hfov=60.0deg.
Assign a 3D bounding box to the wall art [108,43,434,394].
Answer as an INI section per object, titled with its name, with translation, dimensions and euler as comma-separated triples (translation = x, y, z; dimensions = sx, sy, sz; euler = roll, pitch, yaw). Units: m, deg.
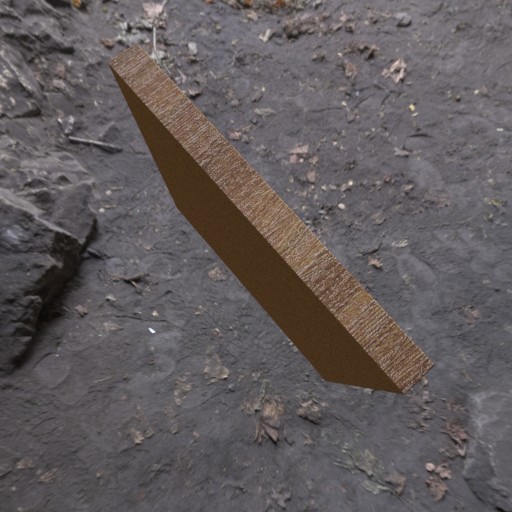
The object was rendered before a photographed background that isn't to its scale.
[wall art]
translation = 0.000, 0.000, 0.590
dimensions = 0.039, 0.403, 0.406
euler = -40, 79, -9
